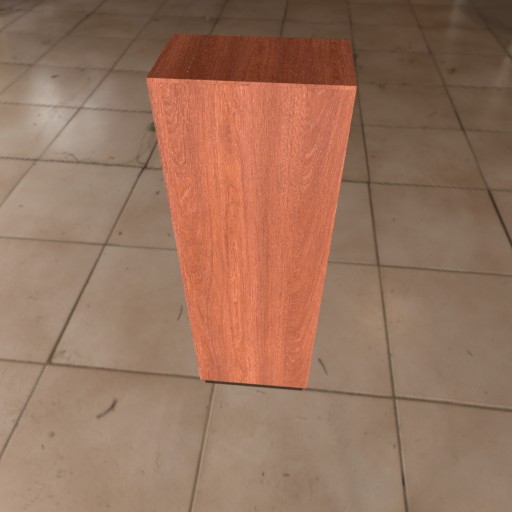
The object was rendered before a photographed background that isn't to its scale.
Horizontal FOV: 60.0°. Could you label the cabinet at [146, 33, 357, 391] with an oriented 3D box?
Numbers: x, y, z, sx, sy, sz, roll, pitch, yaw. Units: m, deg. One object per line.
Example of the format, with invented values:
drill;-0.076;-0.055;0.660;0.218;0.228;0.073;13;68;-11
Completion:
cabinet;0.000;0.000;2.235;0.660;1.980;0.420;4;46;4
